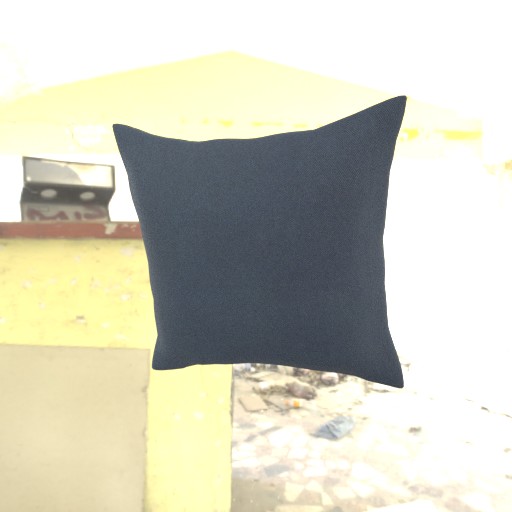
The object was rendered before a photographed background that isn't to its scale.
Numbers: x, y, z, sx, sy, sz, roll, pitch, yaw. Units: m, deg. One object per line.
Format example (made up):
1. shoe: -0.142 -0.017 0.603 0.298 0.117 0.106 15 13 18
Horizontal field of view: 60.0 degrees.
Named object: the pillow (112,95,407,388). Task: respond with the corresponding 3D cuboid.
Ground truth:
1. pillow: 0.000 0.000 0.707 0.453 0.430 0.200 0 1 18
